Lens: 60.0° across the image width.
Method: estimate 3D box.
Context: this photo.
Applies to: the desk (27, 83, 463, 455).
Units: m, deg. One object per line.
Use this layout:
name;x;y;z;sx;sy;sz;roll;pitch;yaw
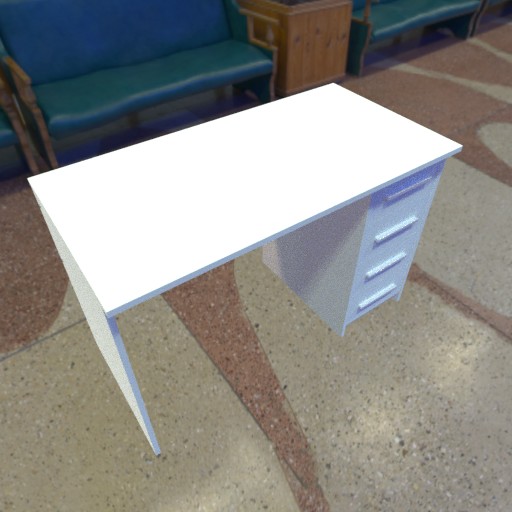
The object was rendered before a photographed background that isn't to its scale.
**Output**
desk;0.000;0.000;1.491;1.096;0.730;0.560;-26;49;-25
